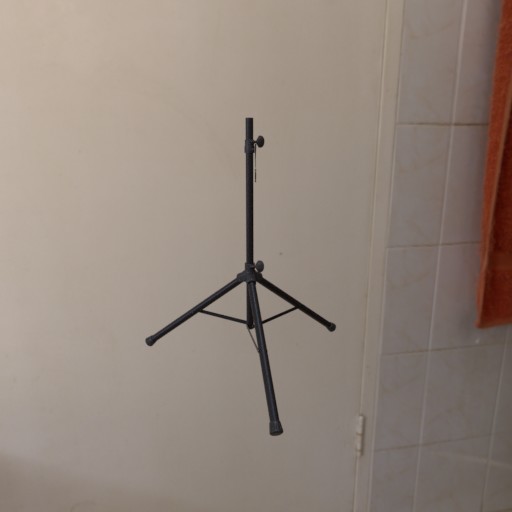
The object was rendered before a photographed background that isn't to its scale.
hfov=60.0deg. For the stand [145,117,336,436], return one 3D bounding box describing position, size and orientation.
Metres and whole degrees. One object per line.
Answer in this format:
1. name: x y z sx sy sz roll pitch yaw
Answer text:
1. stand: 0.000 0.000 1.880 1.045 1.136 0.907 -2 15 -9
